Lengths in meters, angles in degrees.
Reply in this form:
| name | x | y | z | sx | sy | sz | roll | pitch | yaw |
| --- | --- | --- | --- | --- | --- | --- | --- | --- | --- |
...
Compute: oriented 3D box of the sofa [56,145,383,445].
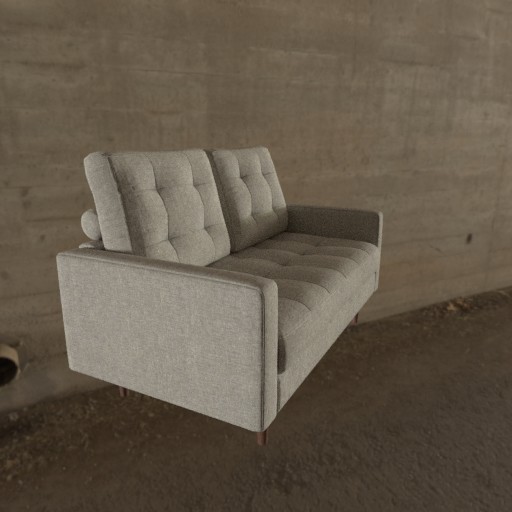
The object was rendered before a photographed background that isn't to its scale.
| name | x | y | z | sx | sy | sz | roll | pitch | yaw |
| --- | --- | --- | --- | --- | --- | --- | --- | --- | --- |
| sofa | 0.000 | 0.000 | 1.922 | 0.842 | 0.907 | 1.407 | 8 | 17 | 27 |
